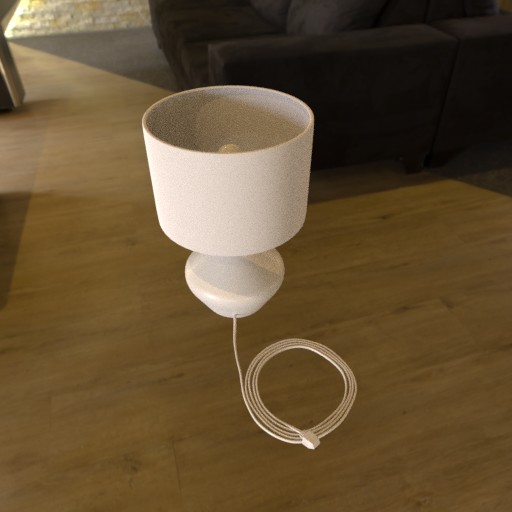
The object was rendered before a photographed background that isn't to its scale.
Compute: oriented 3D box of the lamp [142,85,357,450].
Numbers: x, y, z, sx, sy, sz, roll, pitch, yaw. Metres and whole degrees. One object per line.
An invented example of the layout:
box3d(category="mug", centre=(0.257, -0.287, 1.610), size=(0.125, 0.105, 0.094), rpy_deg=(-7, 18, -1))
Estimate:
box3d(category="lamp", centre=(0.000, 0.000, 0.846), size=(0.401, 0.457, 0.546), rpy_deg=(0, 40, 0))
